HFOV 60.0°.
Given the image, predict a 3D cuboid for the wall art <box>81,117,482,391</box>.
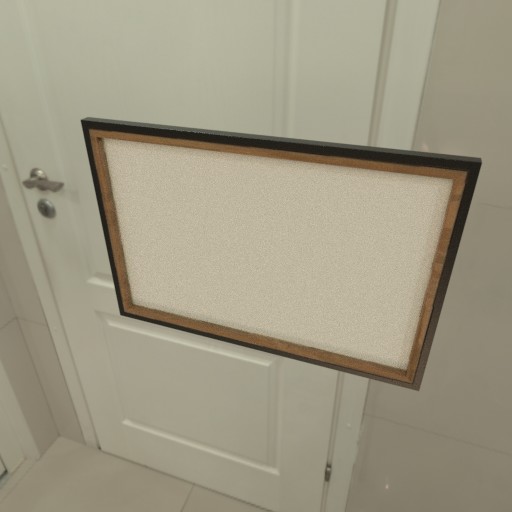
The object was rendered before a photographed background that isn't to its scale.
[{"bbox_3d":[0.000,0.000,0.820,0.659,0.446,0.022,11,33,17],"label":"wall art"}]
